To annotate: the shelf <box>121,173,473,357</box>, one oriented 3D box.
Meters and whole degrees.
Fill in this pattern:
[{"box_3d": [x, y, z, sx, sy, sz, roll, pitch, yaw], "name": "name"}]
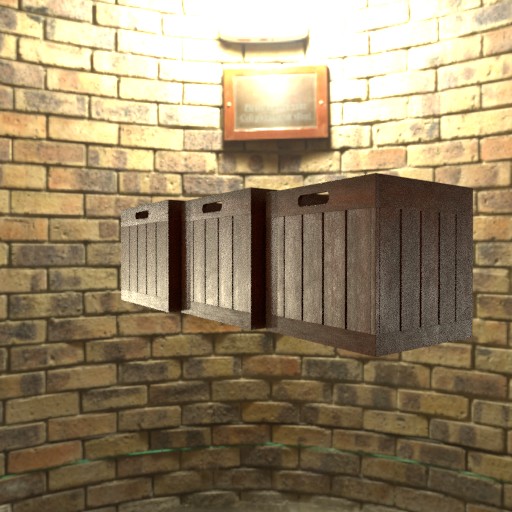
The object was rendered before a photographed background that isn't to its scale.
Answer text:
[{"box_3d": [0.000, 0.000, 1.218, 0.393, 0.311, 1.064, 0, 1, -35], "name": "shelf"}]
